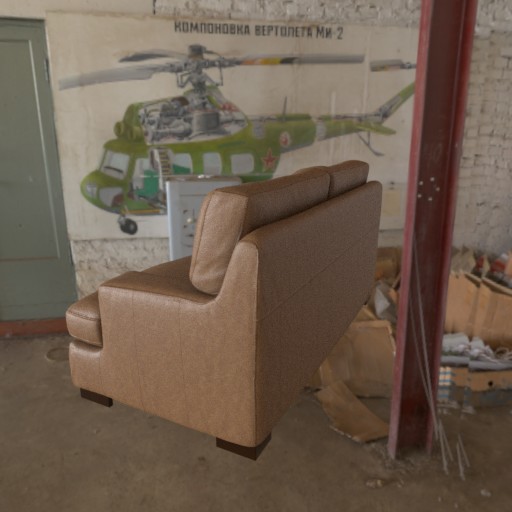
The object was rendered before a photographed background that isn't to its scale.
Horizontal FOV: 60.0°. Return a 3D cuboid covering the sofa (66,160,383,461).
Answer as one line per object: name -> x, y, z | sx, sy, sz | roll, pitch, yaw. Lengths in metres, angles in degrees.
sofa -> 0.000, 0.000, 2.431 | 0.962, 0.980, 1.855 | 8, 18, 26
